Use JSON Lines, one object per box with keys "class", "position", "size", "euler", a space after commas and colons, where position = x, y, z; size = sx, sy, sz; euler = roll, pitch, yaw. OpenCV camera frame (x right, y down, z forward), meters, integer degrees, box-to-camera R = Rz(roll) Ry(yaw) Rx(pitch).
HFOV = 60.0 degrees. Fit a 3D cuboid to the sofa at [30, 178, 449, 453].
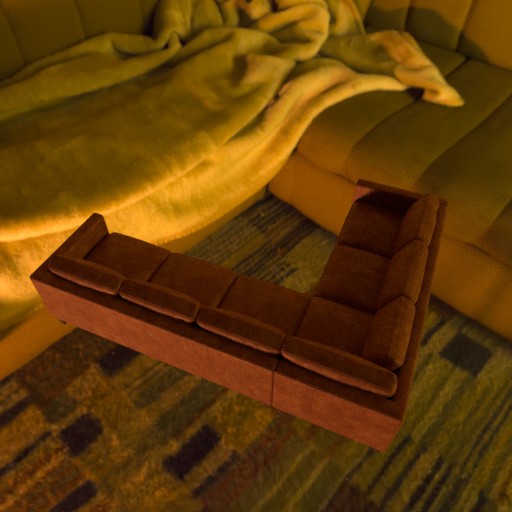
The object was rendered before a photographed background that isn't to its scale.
{"class": "sofa", "position": [0.000, 0.000, 4.277], "size": [3.150, 0.838, 2.438], "euler": [17, 50, 16]}
